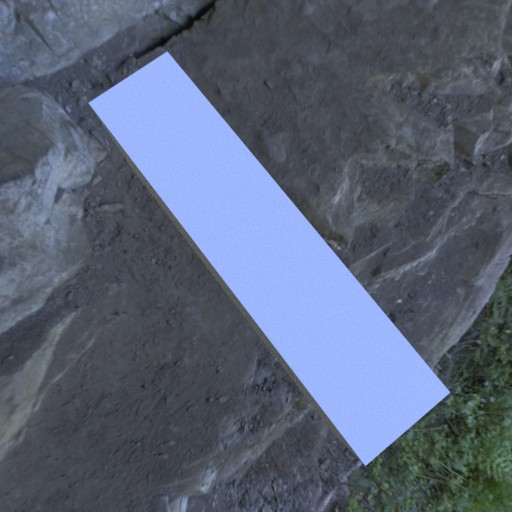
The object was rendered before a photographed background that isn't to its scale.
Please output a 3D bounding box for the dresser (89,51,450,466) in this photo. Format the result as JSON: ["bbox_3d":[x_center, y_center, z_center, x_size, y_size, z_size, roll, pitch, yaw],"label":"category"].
[{"bbox_3d":[0.000,0.000,2.550,0.500,0.840,2.200,-37,80,-8],"label":"dresser"}]
